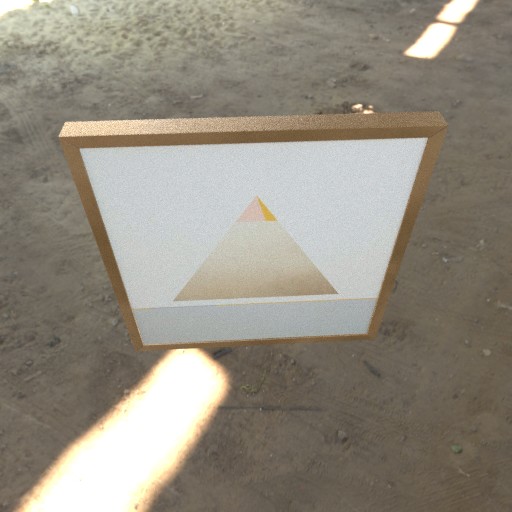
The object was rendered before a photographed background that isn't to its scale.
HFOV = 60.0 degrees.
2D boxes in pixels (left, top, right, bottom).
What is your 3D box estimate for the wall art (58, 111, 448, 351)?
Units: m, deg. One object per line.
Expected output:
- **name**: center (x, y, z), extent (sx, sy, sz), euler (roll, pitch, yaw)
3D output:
- **wall art**: center (0.000, 0.000, 0.778), extent (0.513, 0.511, 0.038), euler (-2, 46, -2)
